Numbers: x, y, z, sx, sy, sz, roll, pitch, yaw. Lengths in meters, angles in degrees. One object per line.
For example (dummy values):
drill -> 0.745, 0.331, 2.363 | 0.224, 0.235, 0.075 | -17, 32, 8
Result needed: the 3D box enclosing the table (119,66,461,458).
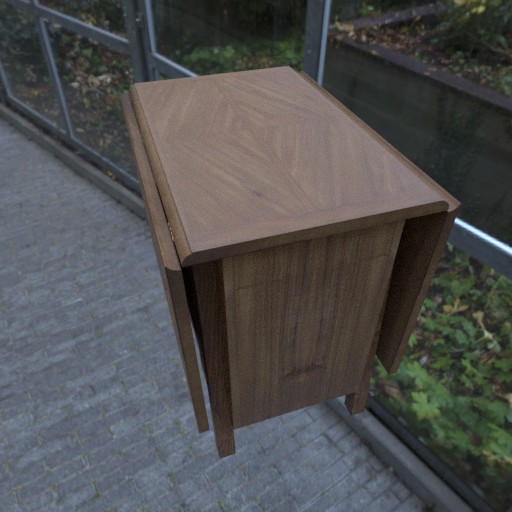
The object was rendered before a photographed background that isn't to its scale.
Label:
table -> 0.000, 0.000, 1.616 | 0.701, 0.981, 0.967 | -12, 43, -14
